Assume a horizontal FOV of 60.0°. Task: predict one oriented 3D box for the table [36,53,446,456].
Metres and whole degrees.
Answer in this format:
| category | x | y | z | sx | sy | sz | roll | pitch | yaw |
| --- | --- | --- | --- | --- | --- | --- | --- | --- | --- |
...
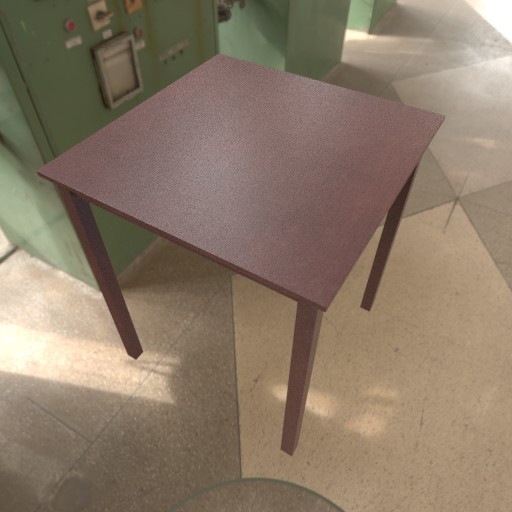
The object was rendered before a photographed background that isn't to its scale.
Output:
| category | x | y | z | sx | sy | sz | roll | pitch | yaw |
| --- | --- | --- | --- | --- | --- | --- | --- | --- | --- |
| table | 0.000 | 0.000 | 1.654 | 0.861 | 0.991 | 0.861 | 24 | 52 | 21 |
